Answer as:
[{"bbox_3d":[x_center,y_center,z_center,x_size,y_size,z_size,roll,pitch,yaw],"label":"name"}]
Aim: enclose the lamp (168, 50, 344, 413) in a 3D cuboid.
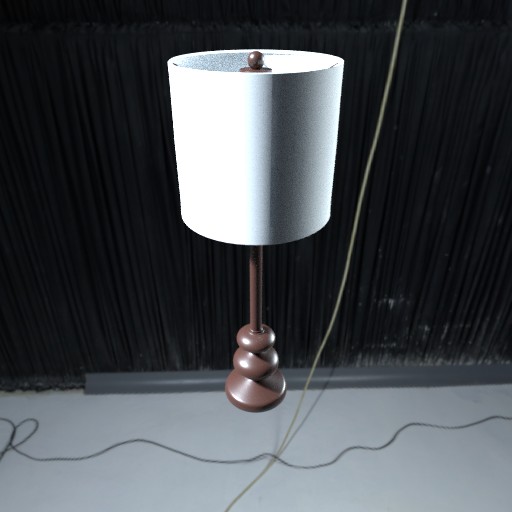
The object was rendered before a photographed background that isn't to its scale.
[{"bbox_3d":[0.000,0.000,0.816,0.254,0.690,0.254,-1,31,-1],"label":"lamp"}]
